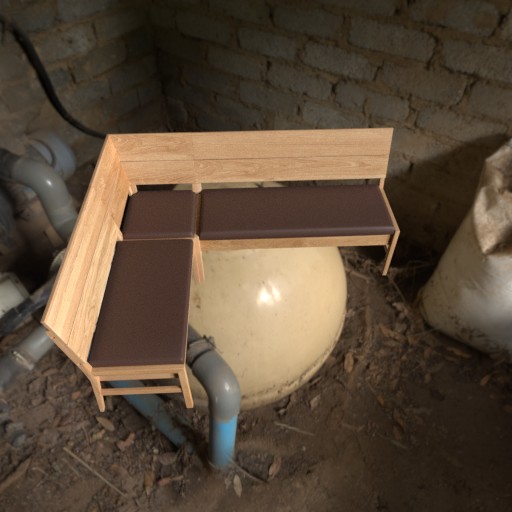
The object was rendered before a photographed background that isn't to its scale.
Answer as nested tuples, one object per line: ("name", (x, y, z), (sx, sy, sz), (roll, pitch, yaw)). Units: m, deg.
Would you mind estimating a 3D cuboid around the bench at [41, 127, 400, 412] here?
("bench", (0.000, 0.000, 2.812), (1.975, 0.890, 1.549), (-3, 46, -2))
